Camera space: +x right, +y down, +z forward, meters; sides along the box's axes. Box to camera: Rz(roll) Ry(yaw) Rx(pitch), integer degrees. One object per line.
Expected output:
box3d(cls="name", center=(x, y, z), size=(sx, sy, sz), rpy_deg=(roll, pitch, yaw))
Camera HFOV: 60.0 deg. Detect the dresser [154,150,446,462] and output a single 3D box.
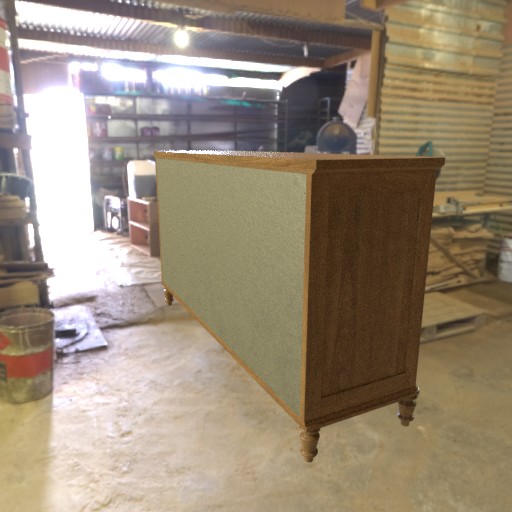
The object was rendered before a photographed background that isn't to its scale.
box3d(cls="dresser", center=(0.000, 0.000, 1.975), size=(0.468, 0.892, 1.583), rpy_deg=(-7, 16, -26))
